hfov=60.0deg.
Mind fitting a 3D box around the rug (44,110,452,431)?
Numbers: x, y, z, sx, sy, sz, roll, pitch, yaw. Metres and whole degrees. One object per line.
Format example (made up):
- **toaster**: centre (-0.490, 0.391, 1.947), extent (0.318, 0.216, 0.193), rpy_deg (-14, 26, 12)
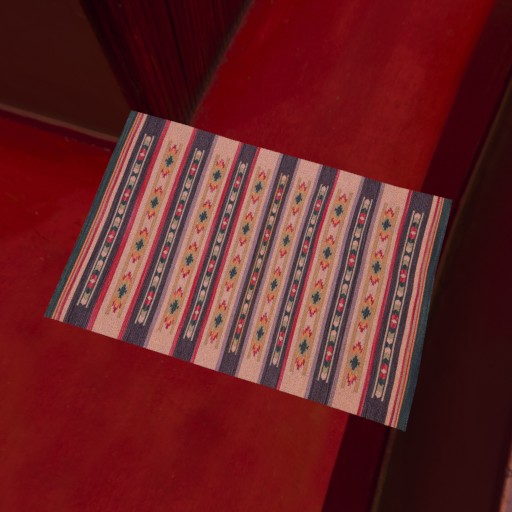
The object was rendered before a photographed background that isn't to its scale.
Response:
- **rug**: centre (0.000, 0.000, 2.868), extent (2.311, 0.010, 1.522), rpy_deg (17, 76, 4)
